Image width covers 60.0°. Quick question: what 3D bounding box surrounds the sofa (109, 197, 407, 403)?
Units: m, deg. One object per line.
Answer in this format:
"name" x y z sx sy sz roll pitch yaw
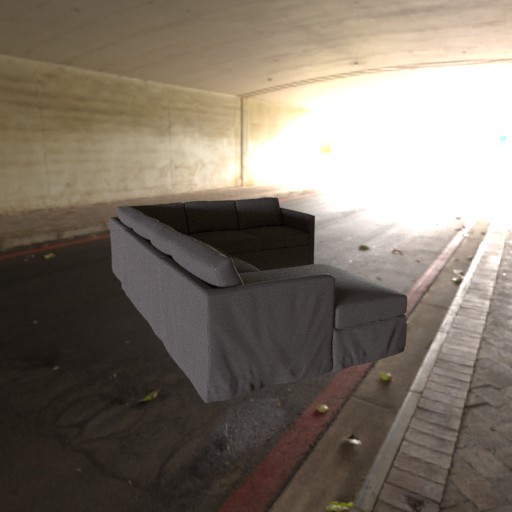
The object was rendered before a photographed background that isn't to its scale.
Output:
"sofa" 0.000 0.000 4.637 2.476 0.878 3.528 -7 15 -26
